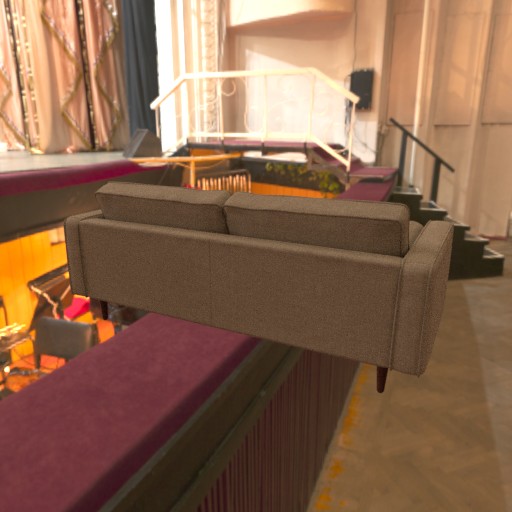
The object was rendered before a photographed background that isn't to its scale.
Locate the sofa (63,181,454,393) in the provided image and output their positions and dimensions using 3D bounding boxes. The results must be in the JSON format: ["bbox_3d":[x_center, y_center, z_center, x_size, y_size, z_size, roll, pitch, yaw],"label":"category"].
[{"bbox_3d":[0.000,0.000,2.368,1.879,0.762,0.914,8,18,26],"label":"sofa"}]
